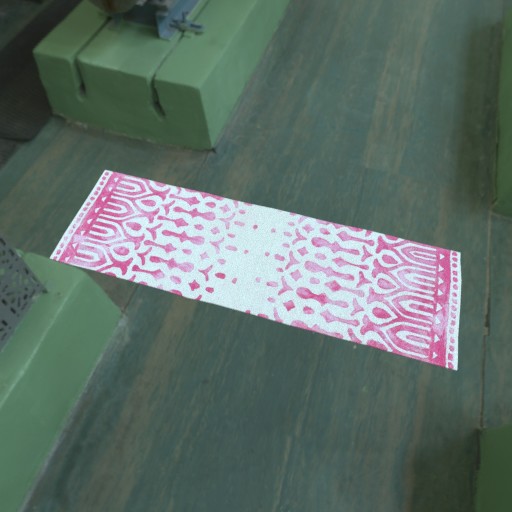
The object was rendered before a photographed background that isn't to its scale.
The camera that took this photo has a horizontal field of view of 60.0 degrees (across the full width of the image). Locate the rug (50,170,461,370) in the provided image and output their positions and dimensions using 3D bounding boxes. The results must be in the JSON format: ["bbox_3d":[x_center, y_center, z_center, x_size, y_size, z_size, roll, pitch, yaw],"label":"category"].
[{"bbox_3d":[0.000,0.000,2.742,2.458,0.011,0.787,14,58,9],"label":"rug"}]
